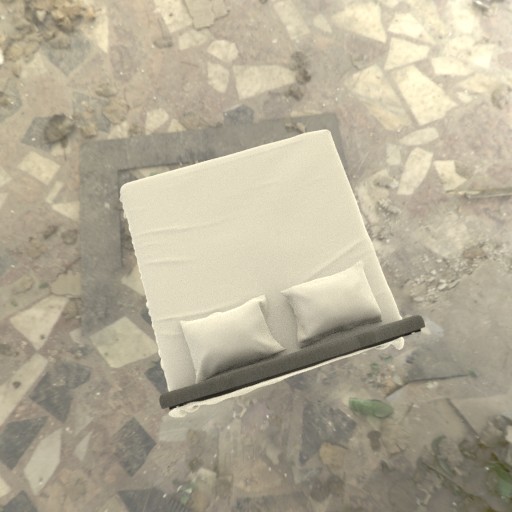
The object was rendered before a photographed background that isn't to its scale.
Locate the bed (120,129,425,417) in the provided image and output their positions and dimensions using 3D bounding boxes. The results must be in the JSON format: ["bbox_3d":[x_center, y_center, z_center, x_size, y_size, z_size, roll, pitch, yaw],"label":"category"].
[{"bbox_3d":[0.000,0.000,3.771,2.303,1.631,2.222,-16,76,-4],"label":"bed"}]
